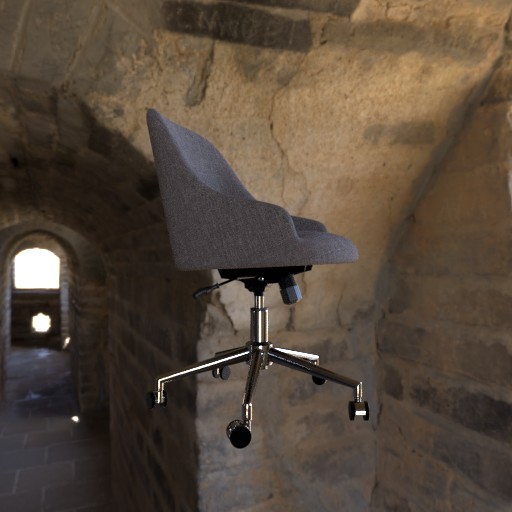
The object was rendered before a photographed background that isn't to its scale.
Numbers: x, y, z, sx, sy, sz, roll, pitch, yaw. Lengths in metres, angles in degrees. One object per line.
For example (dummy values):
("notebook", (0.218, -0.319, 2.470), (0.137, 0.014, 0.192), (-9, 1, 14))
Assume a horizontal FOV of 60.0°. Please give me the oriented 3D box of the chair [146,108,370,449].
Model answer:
("chair", (0.000, 0.000, 1.417), (0.712, 0.950, 0.671), (0, 0, 20))
